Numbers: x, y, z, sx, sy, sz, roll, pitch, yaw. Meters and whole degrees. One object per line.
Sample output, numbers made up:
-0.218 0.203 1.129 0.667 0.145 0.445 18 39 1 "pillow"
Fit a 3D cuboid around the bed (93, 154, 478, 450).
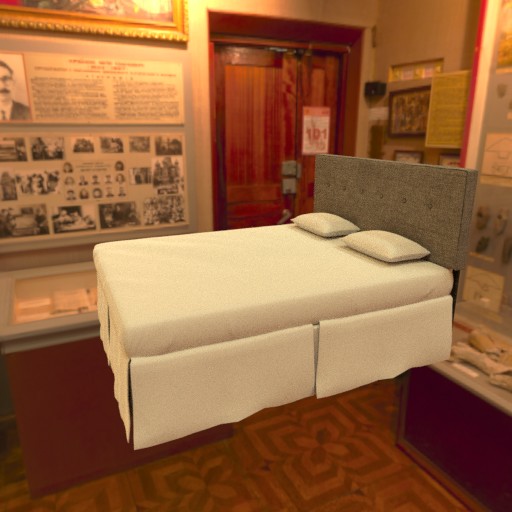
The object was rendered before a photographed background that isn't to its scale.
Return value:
0.000 0.000 2.887 1.958 1.168 1.621 -7 18 -23 "bed"
